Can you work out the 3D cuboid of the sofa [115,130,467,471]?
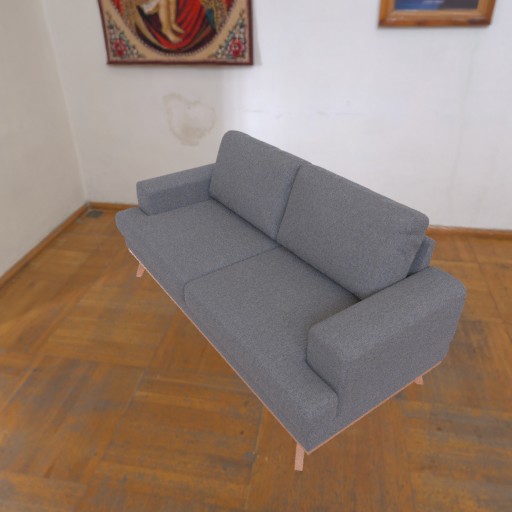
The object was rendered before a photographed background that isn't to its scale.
[{"bbox_3d":[0.000,0.000,2.073,0.785,0.810,1.650,-21,38,-29],"label":"sofa"}]
